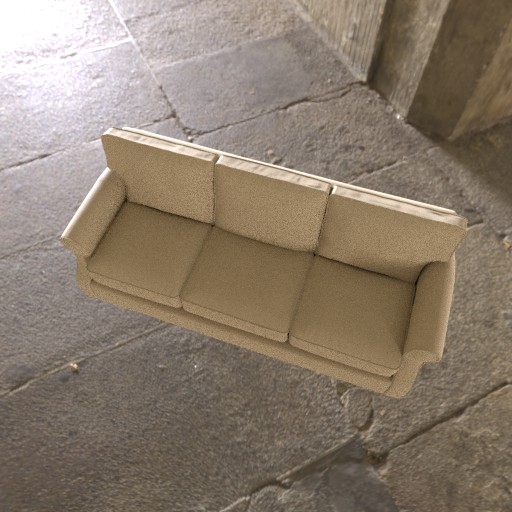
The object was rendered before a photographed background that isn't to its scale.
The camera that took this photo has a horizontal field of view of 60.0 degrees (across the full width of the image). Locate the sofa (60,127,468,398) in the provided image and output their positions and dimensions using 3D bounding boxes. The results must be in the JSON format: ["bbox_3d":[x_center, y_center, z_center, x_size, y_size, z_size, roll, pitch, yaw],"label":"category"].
[{"bbox_3d":[0.000,0.000,2.810,2.354,0.948,0.966,16,60,10],"label":"sofa"}]
